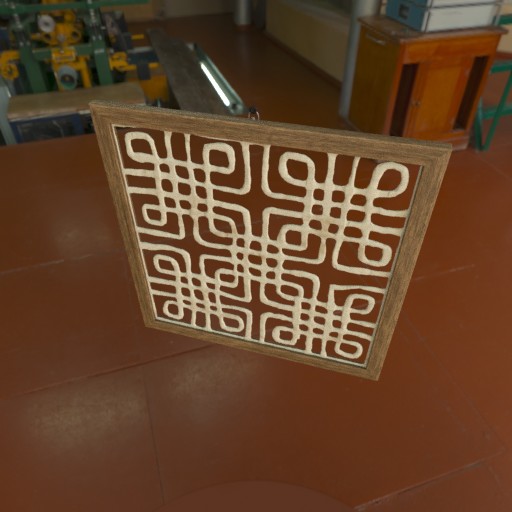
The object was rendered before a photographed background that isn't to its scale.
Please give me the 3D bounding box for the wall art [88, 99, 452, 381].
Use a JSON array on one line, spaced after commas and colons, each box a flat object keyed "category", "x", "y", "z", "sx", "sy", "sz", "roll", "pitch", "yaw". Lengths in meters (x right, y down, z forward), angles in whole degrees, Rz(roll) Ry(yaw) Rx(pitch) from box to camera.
[{"category": "wall art", "x": 0.000, "y": 0.000, "z": 0.846, "sx": 0.561, "sy": 0.582, "sz": 0.021, "roll": 11, "pitch": 43, "yaw": 12}]
